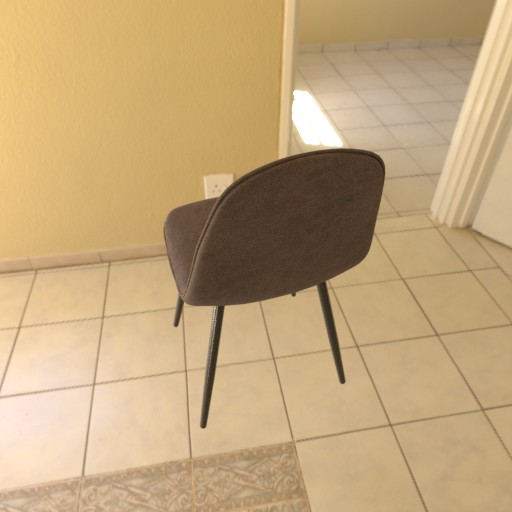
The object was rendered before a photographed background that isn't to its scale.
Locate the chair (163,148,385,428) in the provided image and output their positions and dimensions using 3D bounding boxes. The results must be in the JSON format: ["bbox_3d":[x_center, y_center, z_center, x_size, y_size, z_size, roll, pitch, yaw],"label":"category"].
[{"bbox_3d":[0.000,0.000,1.187,0.472,0.889,0.561,-13,43,-14],"label":"chair"}]
